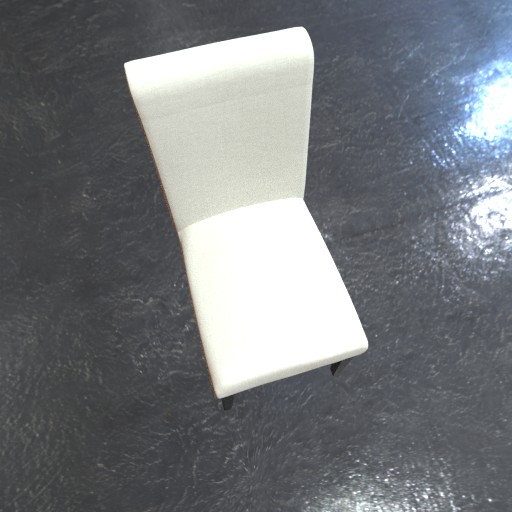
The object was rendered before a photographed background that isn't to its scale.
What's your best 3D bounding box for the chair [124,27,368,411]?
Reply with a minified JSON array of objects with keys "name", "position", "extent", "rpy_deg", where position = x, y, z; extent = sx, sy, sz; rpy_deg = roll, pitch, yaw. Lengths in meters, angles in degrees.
[{"name":"chair","position":[0.000,0.000,1.332],"extent":[0.452,0.976,0.708],"rpy_deg":[-15,64,-8]}]
